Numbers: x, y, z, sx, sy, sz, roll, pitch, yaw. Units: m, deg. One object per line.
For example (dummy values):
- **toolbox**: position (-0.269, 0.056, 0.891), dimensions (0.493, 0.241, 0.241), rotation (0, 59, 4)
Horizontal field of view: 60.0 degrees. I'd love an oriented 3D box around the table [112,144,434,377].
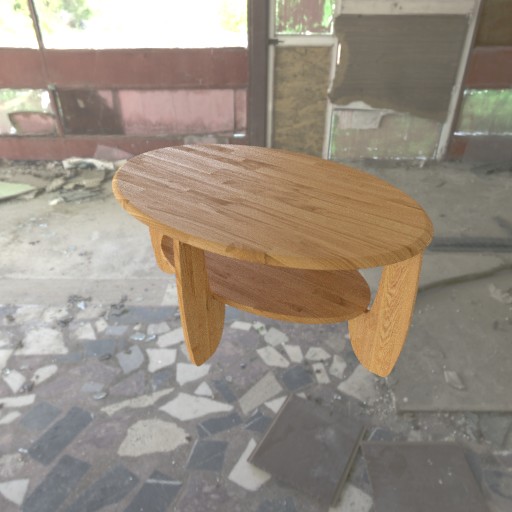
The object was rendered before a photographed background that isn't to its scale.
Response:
- **table**: position (0.000, 0.000, 1.453), dimensions (1.040, 0.490, 0.690), rotation (22, 38, 30)
